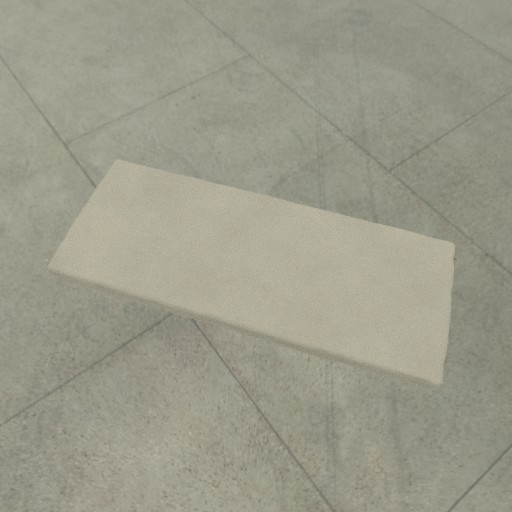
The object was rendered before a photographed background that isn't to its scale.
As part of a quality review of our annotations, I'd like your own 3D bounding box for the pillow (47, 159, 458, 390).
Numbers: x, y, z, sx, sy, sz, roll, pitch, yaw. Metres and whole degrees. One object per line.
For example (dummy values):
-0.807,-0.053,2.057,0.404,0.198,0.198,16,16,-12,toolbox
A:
0.000,0.000,1.349,1.187,0.081,0.492,15,60,9,pillow
